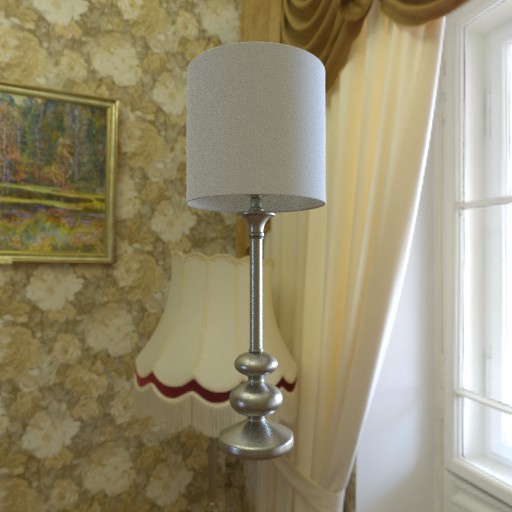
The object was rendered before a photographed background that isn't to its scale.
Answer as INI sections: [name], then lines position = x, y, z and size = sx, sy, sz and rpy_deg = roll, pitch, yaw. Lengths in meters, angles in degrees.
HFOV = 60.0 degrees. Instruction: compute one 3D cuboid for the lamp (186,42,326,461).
[lamp]
position = 0.000, 0.000, 0.814
size = 0.254, 0.690, 0.254
rpy_deg = 0, -1, 18
